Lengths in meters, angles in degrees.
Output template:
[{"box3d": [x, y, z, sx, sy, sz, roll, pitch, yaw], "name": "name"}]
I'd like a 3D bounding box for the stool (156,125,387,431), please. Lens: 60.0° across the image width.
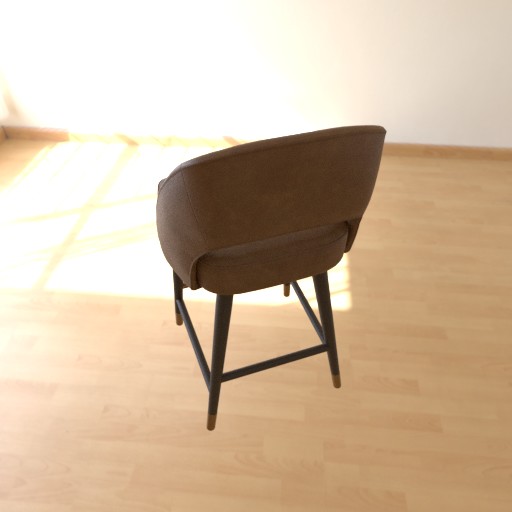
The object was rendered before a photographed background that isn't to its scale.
[{"box3d": [0.000, 0.000, 1.217, 0.494, 0.940, 0.509, -13, 43, -15], "name": "stool"}]
